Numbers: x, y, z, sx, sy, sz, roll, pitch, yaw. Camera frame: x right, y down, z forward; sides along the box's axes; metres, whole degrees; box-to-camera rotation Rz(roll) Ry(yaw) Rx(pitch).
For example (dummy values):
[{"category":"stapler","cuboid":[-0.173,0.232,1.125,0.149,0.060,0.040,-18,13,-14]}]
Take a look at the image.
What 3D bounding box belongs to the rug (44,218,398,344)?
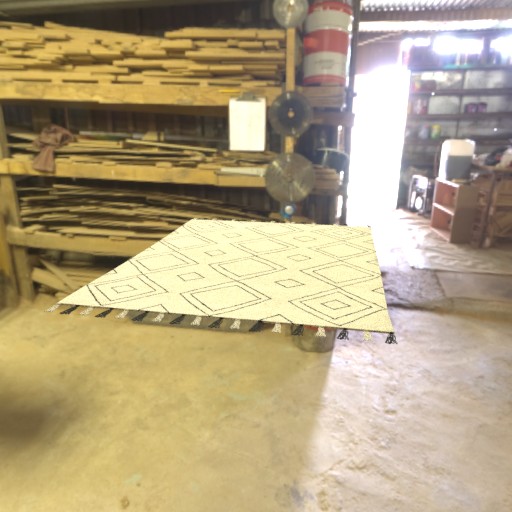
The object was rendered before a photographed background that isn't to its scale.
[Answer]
[{"category":"rug","cuboid":[0.000,0.000,4.331,2.342,0.026,3.221,3,17,11]}]
